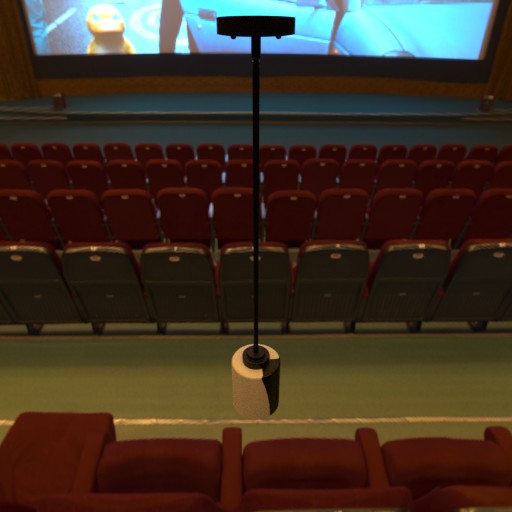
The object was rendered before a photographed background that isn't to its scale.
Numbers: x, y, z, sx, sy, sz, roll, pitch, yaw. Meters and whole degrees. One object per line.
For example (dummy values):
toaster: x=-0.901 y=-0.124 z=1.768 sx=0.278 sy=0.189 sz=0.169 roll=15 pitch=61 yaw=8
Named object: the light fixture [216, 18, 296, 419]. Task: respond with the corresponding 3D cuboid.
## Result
light fixture: x=0.000 y=0.000 z=0.909 sx=0.123 sy=0.863 sz=0.123 roll=-1 pitch=31 yaw=-1
